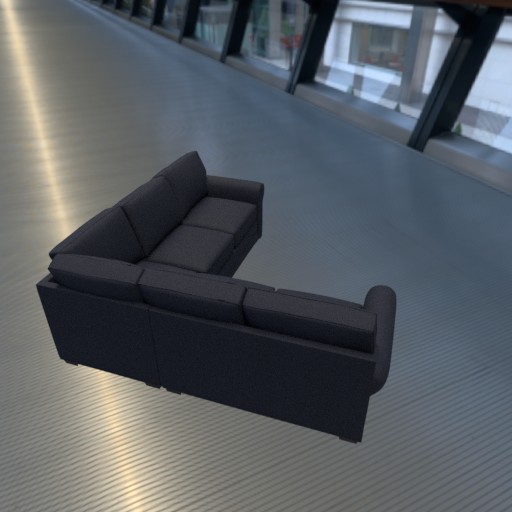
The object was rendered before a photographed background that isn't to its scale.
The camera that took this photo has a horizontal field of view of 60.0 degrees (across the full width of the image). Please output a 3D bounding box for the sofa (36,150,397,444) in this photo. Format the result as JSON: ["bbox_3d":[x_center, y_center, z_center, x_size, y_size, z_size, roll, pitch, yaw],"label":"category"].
[{"bbox_3d":[0.000,0.000,4.009,2.487,1.042,2.562,10,34,15],"label":"sofa"}]
